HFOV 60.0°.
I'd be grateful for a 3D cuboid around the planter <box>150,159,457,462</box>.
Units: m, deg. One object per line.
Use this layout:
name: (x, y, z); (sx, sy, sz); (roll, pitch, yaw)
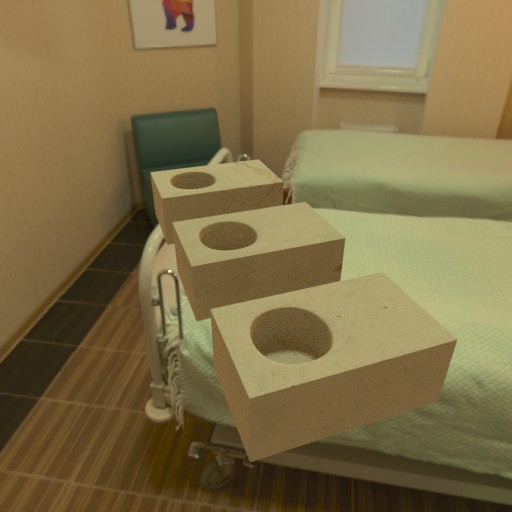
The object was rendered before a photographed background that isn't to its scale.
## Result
planter: (0.000, 0.000, 0.384); (0.127, 0.051, 0.333); (-11, 33, -17)
